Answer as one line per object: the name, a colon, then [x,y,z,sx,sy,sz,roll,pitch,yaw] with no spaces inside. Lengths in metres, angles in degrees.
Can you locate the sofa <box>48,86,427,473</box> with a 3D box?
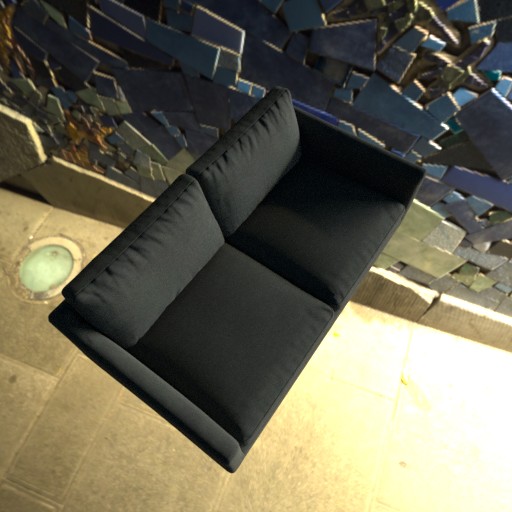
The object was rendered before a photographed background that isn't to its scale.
sofa: [0.000,0.000,2.488,1.091,0.845,1.909,32,64,17]
